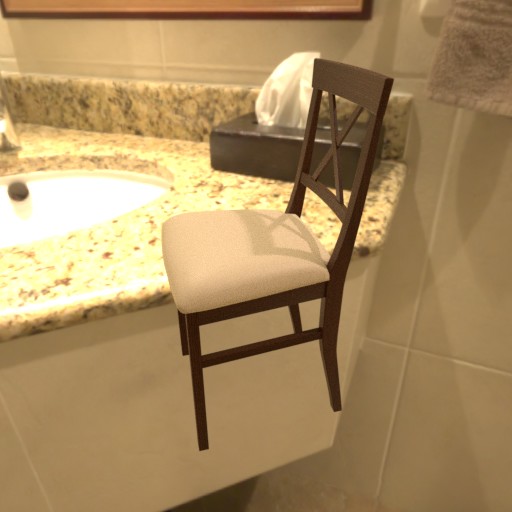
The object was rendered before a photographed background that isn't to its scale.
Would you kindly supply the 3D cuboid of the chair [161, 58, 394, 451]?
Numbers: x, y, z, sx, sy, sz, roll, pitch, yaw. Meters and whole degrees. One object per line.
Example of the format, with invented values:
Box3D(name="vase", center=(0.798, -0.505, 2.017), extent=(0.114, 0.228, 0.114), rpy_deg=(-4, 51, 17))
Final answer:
Box3D(name="chair", center=(0.000, 0.000, 1.170), extent=(0.480, 0.913, 0.440), rpy_deg=(-7, 30, -13))
